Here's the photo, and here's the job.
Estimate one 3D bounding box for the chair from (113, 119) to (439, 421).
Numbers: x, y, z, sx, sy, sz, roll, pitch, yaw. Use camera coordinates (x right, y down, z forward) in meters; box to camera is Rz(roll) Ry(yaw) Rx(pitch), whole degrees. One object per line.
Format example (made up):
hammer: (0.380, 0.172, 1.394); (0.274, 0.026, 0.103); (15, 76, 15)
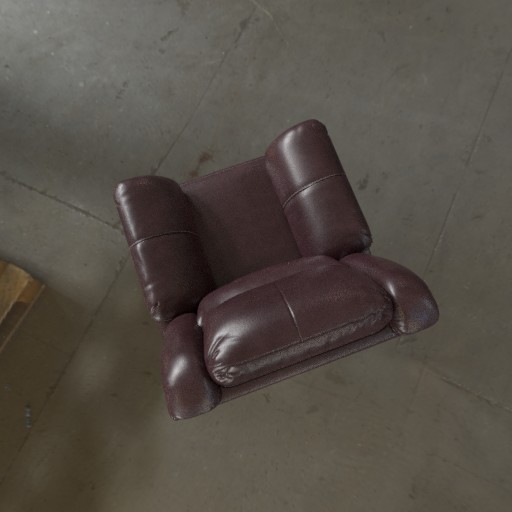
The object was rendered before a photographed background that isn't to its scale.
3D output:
chair: (0.000, 0.000, 1.901); (0.990, 1.093, 1.041); (-19, 75, -5)
